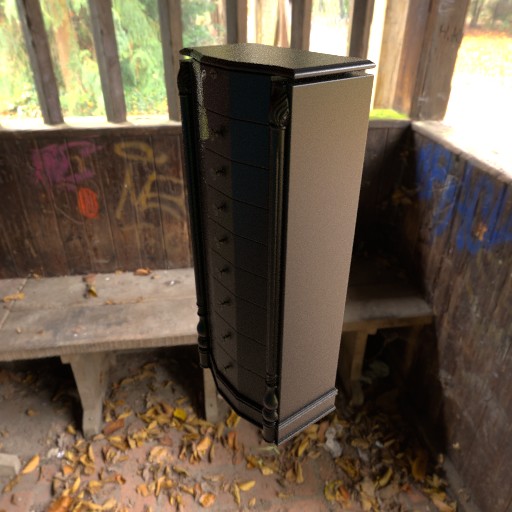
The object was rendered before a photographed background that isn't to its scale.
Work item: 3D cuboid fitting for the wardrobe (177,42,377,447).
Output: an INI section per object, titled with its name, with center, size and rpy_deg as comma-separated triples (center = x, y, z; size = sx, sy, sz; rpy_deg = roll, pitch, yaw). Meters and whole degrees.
[wardrobe]
center = 0.000, 0.000, 1.212
size = 0.295, 1.011, 0.444
rpy_deg = -21, 37, -30
